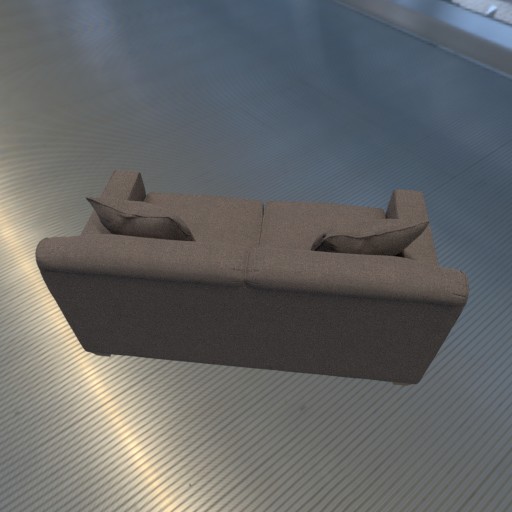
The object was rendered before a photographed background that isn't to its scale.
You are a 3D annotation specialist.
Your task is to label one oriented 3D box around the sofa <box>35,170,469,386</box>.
[{"bbox_3d":[0.000,0.000,2.445,1.846,0.958,1.000,5,49,4],"label":"sofa"}]
